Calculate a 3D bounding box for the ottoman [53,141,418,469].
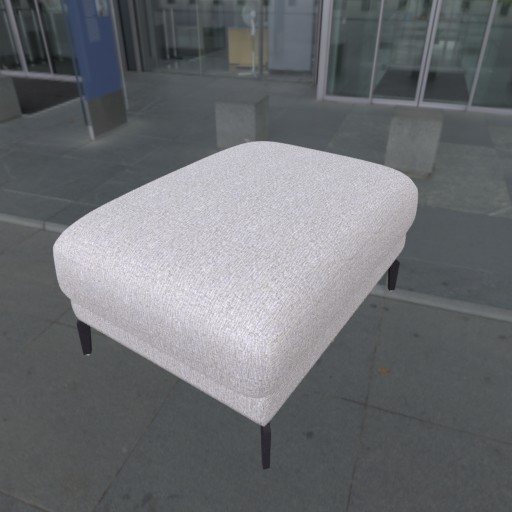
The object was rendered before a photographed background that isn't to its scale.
[{"bbox_3d":[0.000,0.000,1.098,0.568,0.420,0.772,20,37,29],"label":"ottoman"}]
